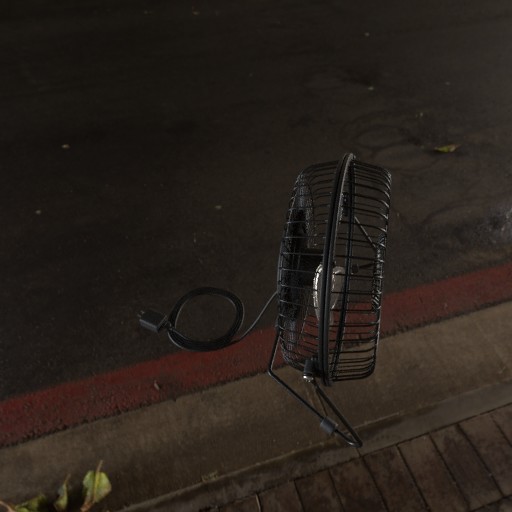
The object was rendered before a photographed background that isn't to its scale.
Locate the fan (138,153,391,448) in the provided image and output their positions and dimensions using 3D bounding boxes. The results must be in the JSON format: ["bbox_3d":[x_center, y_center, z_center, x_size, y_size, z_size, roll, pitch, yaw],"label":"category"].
[{"bbox_3d":[0.000,0.000,0.372,0.227,0.188,0.209,11,47,10],"label":"fan"}]
